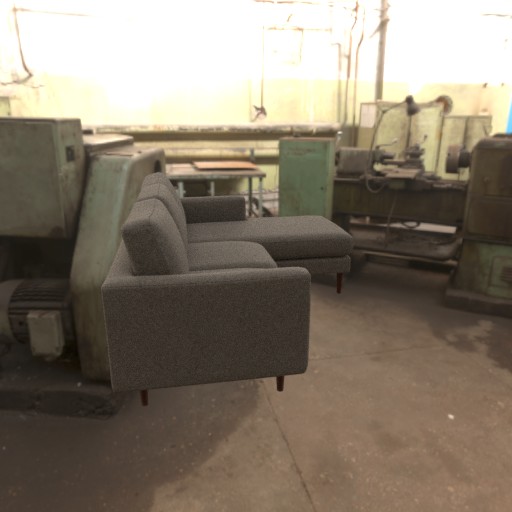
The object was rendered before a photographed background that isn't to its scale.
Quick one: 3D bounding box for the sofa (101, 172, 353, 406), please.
[{"bbox_3d":[0.000,0.000,2.986,1.667,0.957,2.055,-3,18,-10],"label":"sofa"}]
